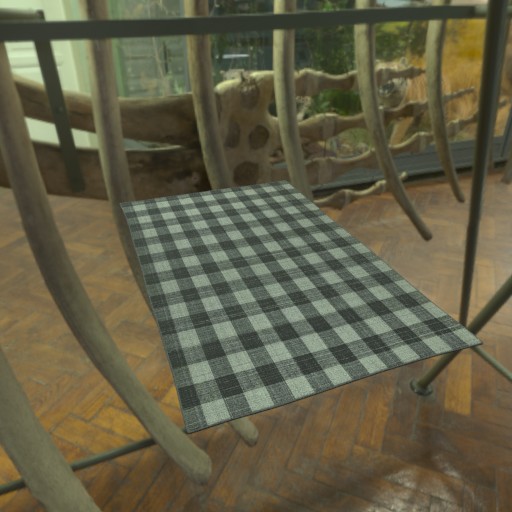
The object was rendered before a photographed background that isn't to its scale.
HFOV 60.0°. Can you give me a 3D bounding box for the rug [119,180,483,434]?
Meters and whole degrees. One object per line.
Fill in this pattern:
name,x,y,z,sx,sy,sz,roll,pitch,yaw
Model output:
rug,0.000,0.000,3.017,1.554,0.011,2.476,-11,32,-18
